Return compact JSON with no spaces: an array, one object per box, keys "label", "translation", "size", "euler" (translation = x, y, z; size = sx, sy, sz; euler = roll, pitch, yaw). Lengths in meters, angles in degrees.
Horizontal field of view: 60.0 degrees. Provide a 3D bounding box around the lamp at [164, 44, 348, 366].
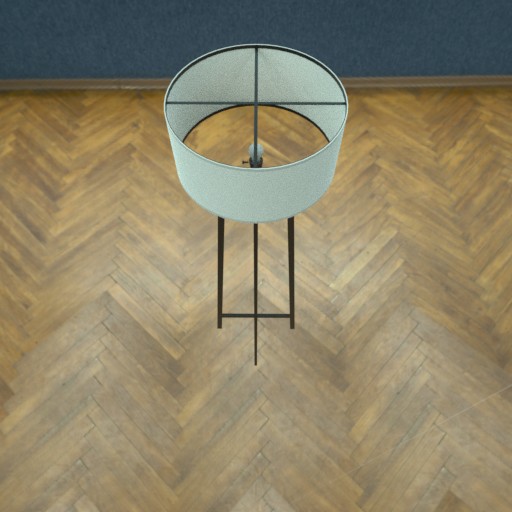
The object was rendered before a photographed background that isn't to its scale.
[{"label":"lamp","translation":[0.000,0.000,1.752],"size":[0.456,1.510,0.457],"euler":[0,59,0]}]
